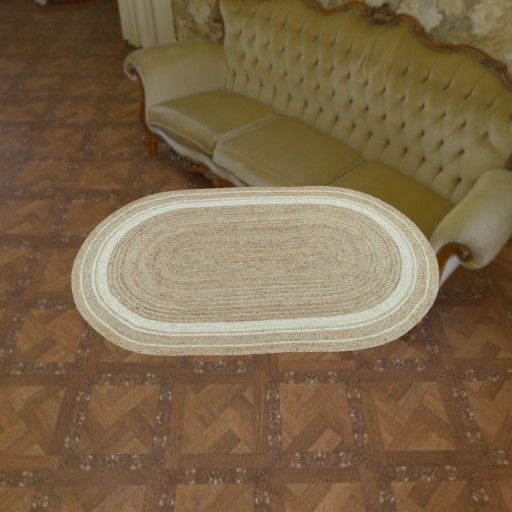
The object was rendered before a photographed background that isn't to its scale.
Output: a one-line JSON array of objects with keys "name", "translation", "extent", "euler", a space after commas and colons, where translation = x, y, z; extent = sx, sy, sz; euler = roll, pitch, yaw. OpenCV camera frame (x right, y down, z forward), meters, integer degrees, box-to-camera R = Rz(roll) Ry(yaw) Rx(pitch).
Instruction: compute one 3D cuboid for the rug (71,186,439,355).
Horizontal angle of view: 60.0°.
[{"name": "rug", "translation": [0.000, 0.000, 3.003], "extent": [2.432, 0.006, 1.520], "euler": [-2, 46, -2]}]
